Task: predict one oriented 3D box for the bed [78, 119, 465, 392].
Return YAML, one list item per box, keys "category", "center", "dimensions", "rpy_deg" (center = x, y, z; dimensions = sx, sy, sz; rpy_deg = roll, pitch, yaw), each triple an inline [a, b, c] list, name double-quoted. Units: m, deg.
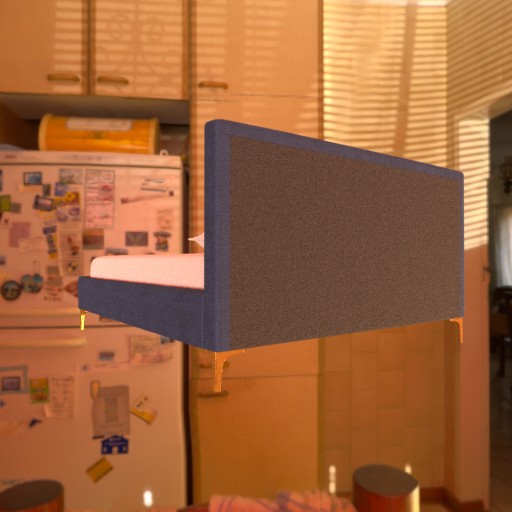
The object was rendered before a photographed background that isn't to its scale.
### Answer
- category: "bed"
  center: [0.000, 0.000, 3.452]
  dimensions: [2.096, 1.231, 2.232]
  rpy_deg: [0, -1, -36]
